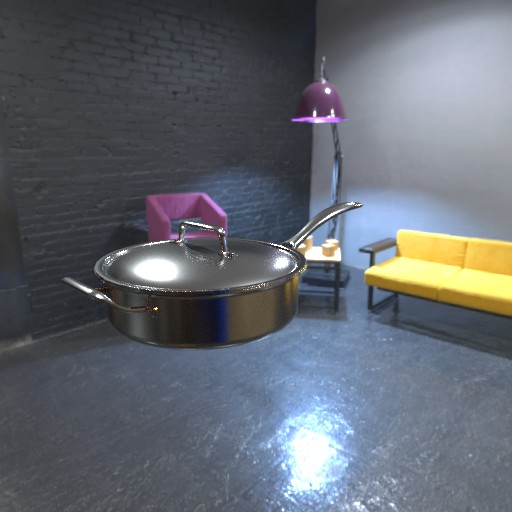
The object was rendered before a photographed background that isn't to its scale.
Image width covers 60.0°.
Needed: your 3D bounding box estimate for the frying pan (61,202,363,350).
[{"bbox_3d":[0.000,0.000,0.592,0.245,0.111,0.492,14,20,43],"label":"frying pan"}]
